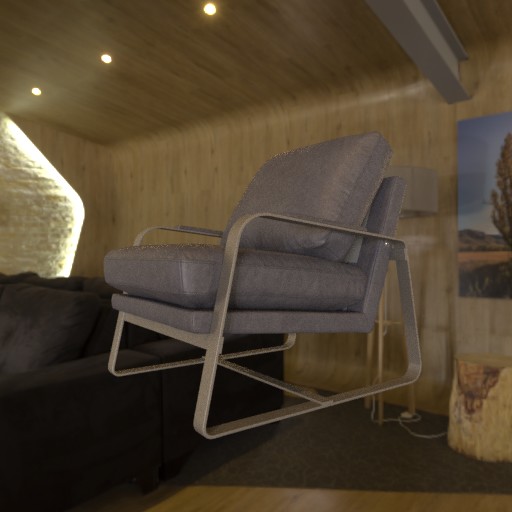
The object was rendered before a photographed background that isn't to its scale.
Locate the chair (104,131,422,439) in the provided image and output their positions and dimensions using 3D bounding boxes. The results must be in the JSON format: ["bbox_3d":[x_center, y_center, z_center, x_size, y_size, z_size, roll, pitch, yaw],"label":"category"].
[{"bbox_3d":[0.000,0.000,1.513,0.878,0.839,0.692,0,0,-36],"label":"chair"}]
